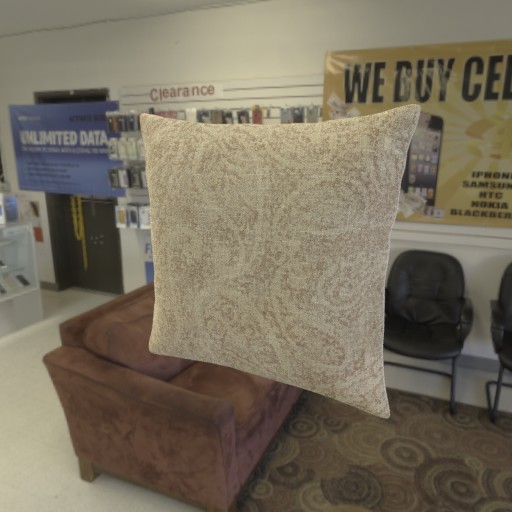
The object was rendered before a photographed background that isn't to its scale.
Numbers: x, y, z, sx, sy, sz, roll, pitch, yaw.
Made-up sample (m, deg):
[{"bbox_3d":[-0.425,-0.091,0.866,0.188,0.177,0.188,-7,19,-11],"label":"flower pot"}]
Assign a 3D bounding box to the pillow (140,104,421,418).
[{"bbox_3d":[0.000,0.000,0.810,0.523,0.510,0.166,7,17,26],"label":"pillow"}]
